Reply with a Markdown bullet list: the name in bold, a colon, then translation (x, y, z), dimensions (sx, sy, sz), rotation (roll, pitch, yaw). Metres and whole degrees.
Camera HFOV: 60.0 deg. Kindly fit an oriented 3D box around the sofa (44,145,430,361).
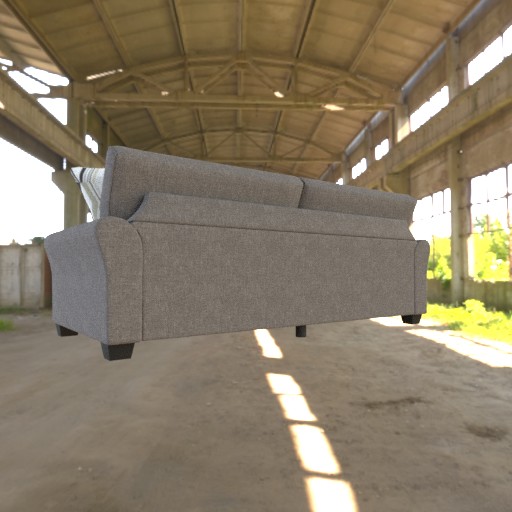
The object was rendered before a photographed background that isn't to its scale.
- **sofa**: translation (0.000, 0.000, 2.487), dimensions (2.032, 0.813, 0.889), rotation (1, -2, -36)
